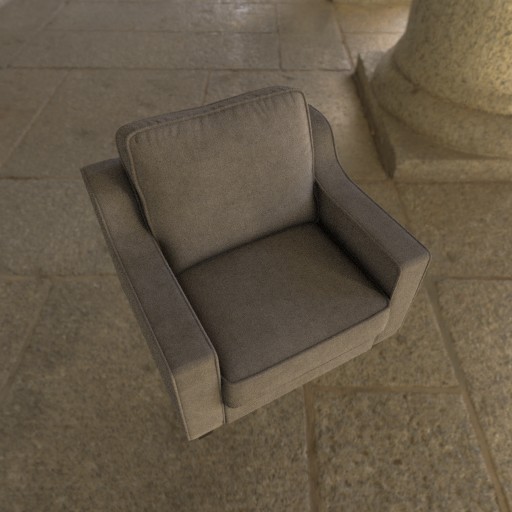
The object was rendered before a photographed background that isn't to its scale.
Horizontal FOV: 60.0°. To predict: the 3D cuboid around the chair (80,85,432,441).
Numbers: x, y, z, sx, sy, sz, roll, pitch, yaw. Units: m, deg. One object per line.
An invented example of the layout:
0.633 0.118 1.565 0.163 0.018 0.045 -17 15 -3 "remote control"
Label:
0.000 0.000 1.624 0.926 0.944 0.840 -22 51 -19 "chair"
